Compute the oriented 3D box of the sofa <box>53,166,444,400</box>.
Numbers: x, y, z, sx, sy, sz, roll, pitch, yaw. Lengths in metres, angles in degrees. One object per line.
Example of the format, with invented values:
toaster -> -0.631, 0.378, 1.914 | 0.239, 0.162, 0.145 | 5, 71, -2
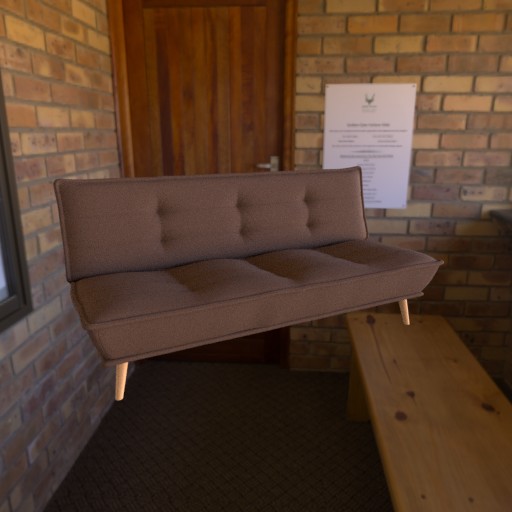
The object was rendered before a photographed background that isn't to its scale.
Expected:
sofa -> 0.000, 0.000, 2.466 | 1.940, 0.890, 0.950 | -8, 17, -27
